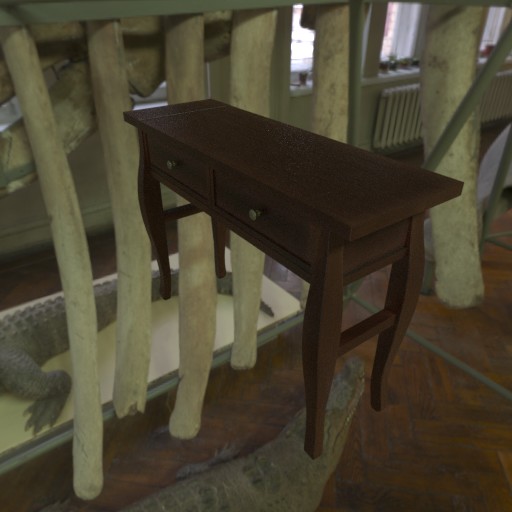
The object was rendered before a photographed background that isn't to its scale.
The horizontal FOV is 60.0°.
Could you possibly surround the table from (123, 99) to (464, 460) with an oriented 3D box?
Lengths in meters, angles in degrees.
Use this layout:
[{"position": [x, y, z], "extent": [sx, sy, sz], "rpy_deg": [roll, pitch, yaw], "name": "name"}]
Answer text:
[{"position": [0.000, 0.000, 1.447], "extent": [0.373, 0.768, 1.062], "rpy_deg": [-21, 37, -31], "name": "table"}]
